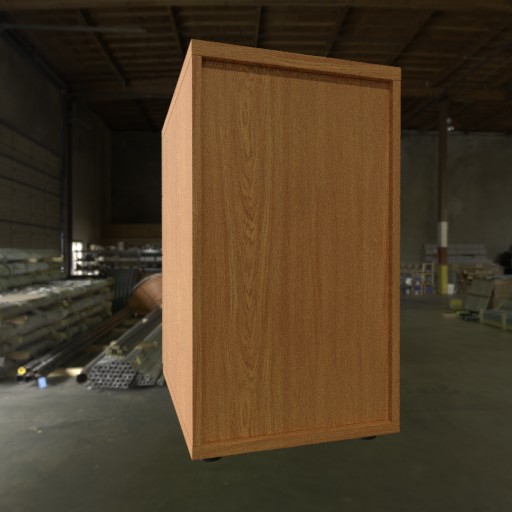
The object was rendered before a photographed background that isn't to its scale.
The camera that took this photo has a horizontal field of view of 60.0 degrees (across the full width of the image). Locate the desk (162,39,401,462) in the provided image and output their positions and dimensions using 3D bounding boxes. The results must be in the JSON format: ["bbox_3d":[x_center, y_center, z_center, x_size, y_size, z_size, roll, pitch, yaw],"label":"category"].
[{"bbox_3d":[0.000,0.000,1.087,0.404,0.730,0.600,0,1,-17],"label":"desk"}]
